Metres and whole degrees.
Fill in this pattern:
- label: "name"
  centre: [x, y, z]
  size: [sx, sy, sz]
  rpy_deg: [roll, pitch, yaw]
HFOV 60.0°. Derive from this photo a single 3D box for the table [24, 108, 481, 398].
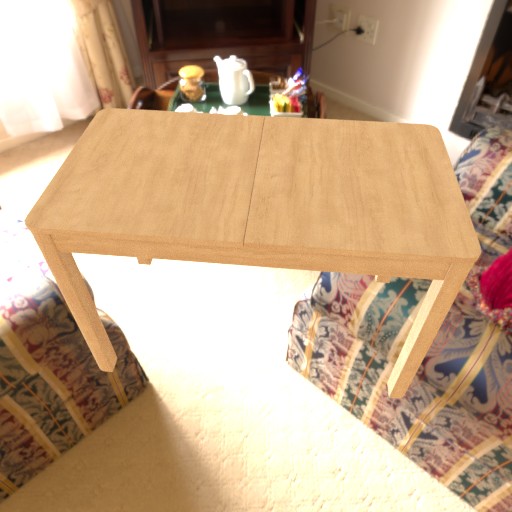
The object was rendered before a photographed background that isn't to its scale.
- label: "table"
  centre: [0.000, 0.000, 1.905]
  size: [1.400, 0.900, 0.750]
  rpy_deg: [4, 47, 4]
